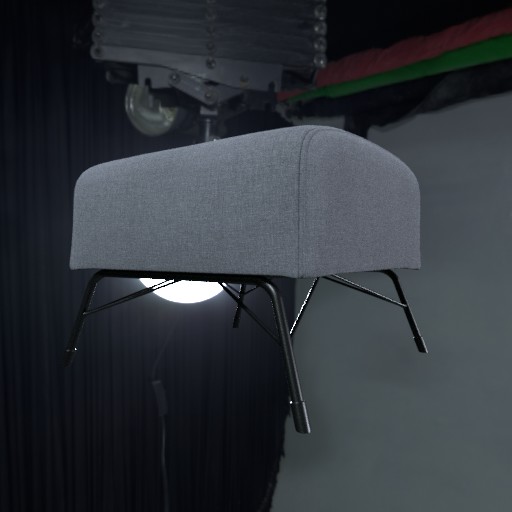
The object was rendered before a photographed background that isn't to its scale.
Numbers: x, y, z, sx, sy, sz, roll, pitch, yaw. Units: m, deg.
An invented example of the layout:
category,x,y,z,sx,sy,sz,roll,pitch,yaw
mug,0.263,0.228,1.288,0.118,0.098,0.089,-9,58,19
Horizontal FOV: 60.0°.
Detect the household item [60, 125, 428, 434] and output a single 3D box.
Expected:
category,x,y,z,sx,sy,sz,roll,pitch,yaw
household item,0.000,0.000,0.885,0.530,0.410,0.530,0,1,36
